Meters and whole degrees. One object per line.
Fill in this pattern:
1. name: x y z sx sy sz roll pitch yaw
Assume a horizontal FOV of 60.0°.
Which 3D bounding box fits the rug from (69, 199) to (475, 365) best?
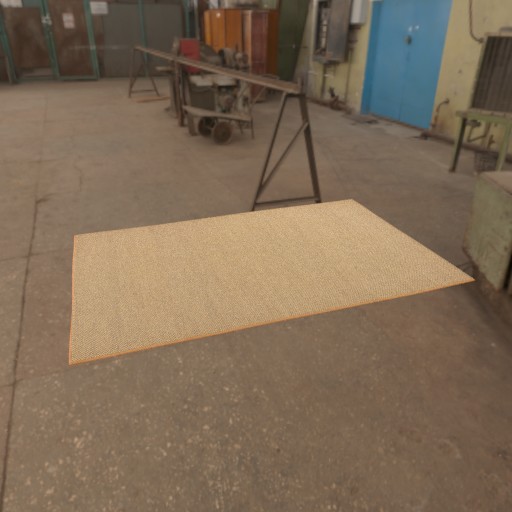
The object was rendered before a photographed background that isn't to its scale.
1. rug: 0.000 0.000 2.150 1.678 0.013 1.078 -9 29 -17
